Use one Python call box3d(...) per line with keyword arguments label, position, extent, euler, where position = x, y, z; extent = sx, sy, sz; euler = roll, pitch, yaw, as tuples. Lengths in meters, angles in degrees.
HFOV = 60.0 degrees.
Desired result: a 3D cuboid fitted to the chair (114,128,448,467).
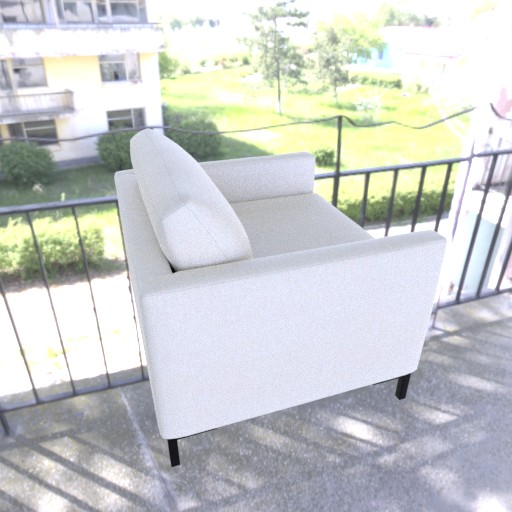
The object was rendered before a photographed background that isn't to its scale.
box3d(label="chair", position=(0.000, 0.000, 1.602), extent=(0.875, 0.806, 0.964), euler=(-10, 30, -17))
